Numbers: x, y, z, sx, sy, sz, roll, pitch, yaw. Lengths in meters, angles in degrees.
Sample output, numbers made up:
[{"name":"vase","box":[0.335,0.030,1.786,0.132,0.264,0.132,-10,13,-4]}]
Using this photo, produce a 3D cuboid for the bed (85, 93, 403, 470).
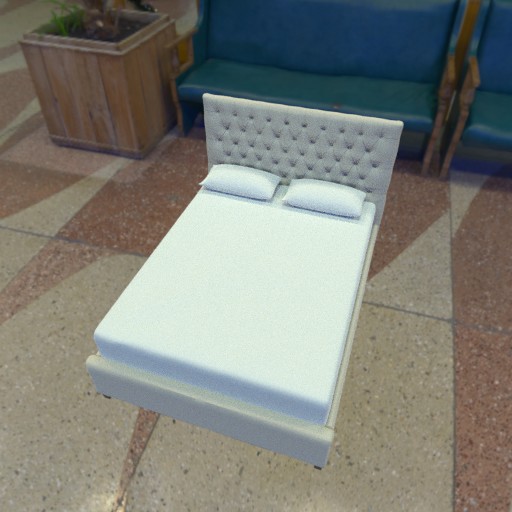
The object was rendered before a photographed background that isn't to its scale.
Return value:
[{"name":"bed","box":[0.000,0.000,3.348,1.696,1.426,2.233,13,44,14]}]
